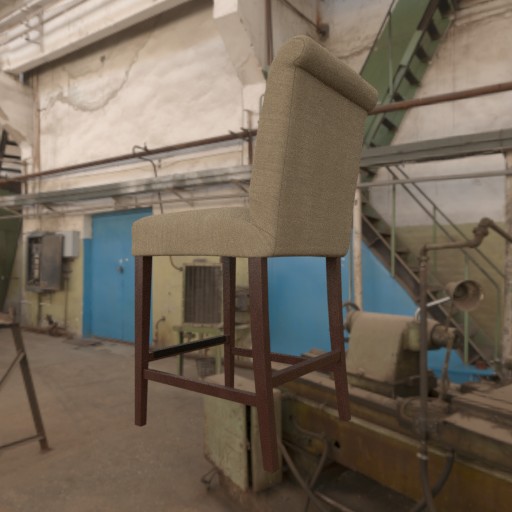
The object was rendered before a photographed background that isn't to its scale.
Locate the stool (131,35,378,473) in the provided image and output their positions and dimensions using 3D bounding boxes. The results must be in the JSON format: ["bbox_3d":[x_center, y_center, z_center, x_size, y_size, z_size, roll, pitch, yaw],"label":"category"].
[{"bbox_3d":[0.000,0.000,1.421,0.660,1.084,0.486,0,0,37],"label":"stool"}]
